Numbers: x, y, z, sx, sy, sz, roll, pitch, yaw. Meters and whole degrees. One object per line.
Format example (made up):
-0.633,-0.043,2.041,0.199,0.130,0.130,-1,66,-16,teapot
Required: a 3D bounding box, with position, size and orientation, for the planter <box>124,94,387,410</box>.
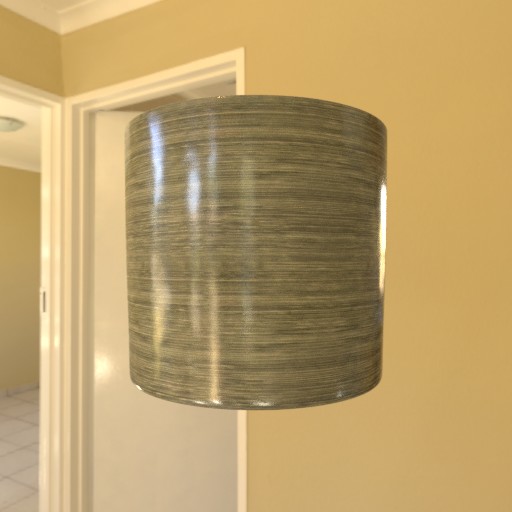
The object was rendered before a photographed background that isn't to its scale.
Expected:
0.000,0.000,0.388,0.221,0.201,0.221,0,-1,0,planter
